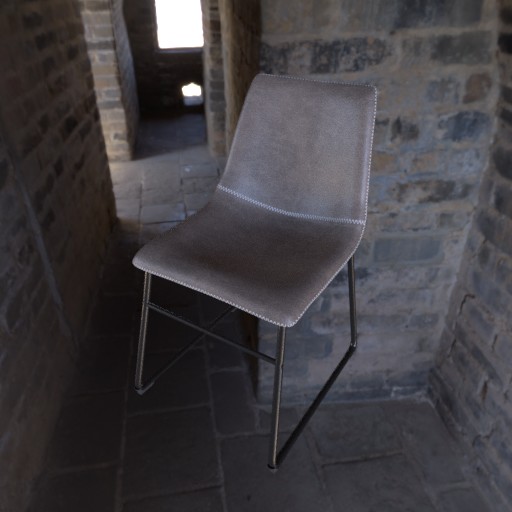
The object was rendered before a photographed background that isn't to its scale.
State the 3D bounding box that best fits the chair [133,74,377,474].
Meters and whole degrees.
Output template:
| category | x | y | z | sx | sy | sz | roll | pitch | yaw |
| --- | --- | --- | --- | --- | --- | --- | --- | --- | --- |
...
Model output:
| category | x | y | z | sx | sy | sz | roll | pitch | yaw |
| --- | --- | --- | --- | --- | --- | --- | --- | --- | --- |
| chair | 0.000 | 0.000 | 1.129 | 0.460 | 0.780 | 0.550 | 18 | 36 | 28 |
